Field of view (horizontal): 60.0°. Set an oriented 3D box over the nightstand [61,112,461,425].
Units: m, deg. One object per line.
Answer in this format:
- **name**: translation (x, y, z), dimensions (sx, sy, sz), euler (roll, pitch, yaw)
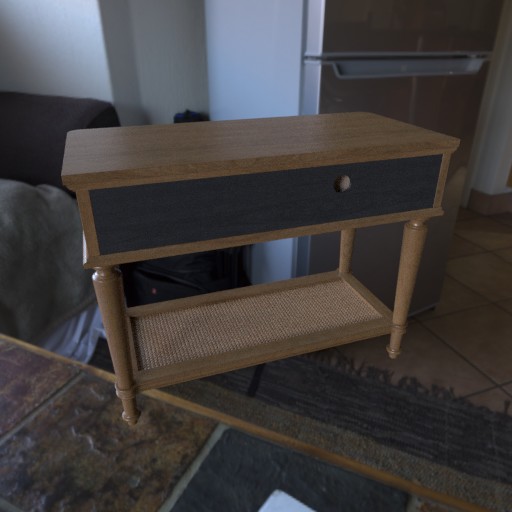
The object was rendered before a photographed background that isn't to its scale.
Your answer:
- **nightstand**: translation (0.000, 0.000, 1.296), dimensions (0.914, 0.700, 0.432), euler (-9, 29, -17)
